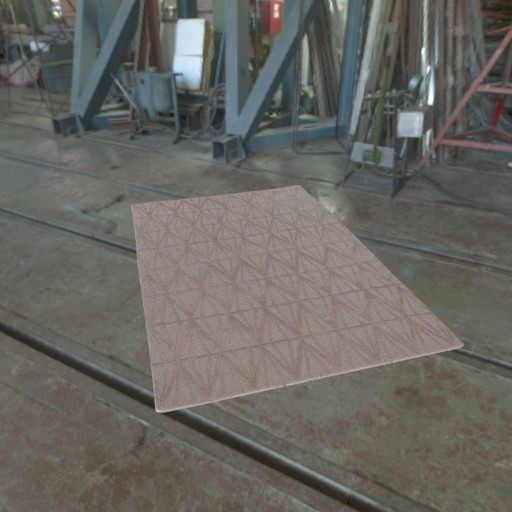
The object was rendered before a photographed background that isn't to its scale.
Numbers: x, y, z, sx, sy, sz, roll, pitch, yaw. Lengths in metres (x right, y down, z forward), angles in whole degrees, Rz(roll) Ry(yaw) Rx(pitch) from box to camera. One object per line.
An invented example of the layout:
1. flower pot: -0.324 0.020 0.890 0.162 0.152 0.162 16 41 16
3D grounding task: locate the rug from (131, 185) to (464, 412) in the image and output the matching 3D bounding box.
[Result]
1. rug: 0.000 0.000 2.384 1.230 0.025 1.837 -8 31 -14
